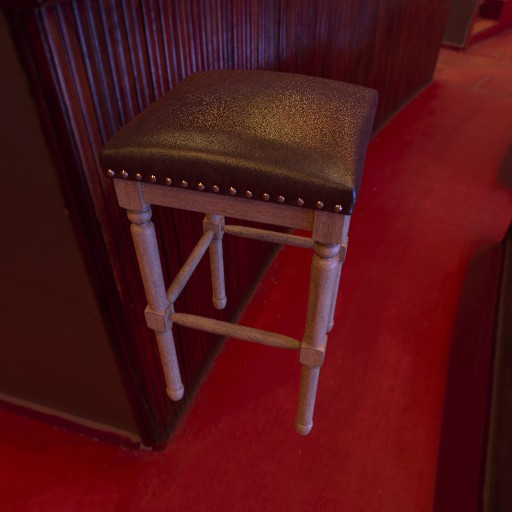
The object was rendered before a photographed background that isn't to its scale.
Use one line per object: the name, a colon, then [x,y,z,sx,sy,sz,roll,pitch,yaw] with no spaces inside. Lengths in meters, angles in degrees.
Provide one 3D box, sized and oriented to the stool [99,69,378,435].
stool: [0.000,0.000,0.940,0.383,0.702,0.382,11,41,12]
